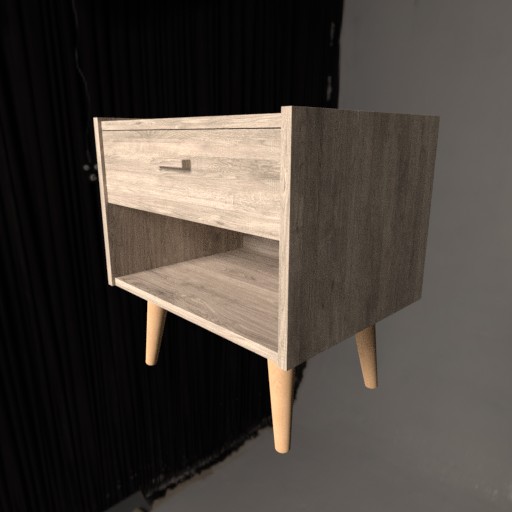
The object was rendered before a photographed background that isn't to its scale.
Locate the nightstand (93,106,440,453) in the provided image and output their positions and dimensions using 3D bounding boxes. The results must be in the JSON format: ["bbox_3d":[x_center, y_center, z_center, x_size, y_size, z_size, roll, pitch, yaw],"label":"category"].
[{"bbox_3d":[0.000,0.000,0.834,0.380,0.500,0.480,-15,21,-43],"label":"nightstand"}]
